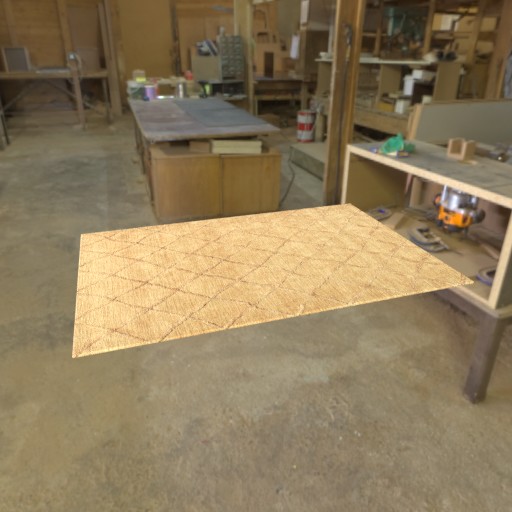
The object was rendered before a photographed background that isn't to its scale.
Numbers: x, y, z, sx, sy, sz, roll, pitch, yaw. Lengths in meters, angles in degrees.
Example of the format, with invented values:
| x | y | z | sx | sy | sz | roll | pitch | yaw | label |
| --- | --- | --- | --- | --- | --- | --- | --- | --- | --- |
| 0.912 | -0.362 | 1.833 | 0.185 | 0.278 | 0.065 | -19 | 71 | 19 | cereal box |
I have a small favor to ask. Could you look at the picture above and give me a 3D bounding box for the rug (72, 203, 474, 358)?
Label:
| x | y | z | sx | sy | sz | roll | pitch | yaw | label |
| --- | --- | --- | --- | --- | --- | --- | --- | --- | --- |
| 0.000 | 0.000 | 3.030 | 2.292 | 0.014 | 1.528 | -8 | 27 | -16 | rug |
